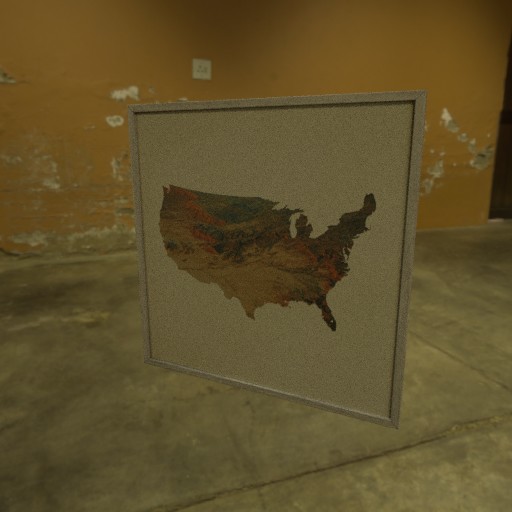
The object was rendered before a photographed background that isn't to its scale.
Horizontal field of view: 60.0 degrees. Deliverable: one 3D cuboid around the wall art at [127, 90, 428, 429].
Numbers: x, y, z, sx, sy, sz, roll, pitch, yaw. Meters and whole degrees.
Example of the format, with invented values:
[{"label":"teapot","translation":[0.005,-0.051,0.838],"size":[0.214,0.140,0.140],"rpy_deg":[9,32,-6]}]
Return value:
[{"label":"wall art","translation":[0.000,0.000,0.755],"size":[0.508,0.507,0.016],"rpy_deg":[7,15,25]}]
